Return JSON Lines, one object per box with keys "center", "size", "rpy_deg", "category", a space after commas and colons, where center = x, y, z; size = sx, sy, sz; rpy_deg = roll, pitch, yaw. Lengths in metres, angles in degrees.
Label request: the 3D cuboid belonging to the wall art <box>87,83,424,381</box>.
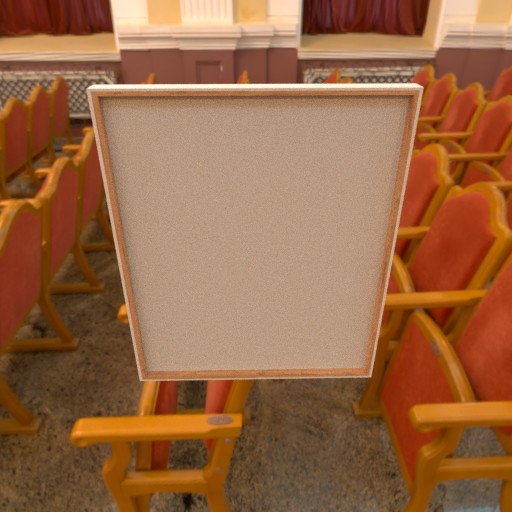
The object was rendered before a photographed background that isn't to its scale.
{"center": [0.000, 0.000, 0.834], "size": [0.508, 0.606, 0.037], "rpy_deg": [-1, 30, -1], "category": "wall art"}
